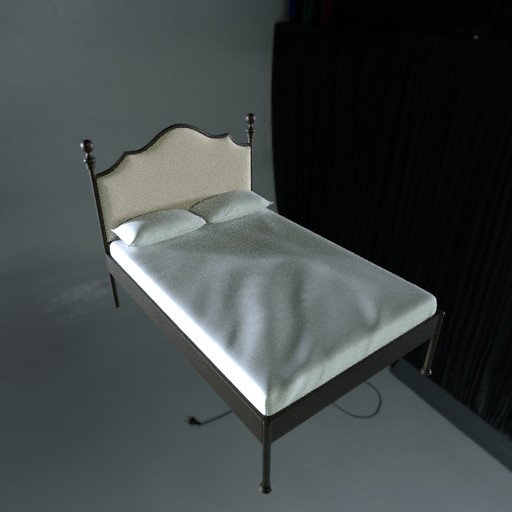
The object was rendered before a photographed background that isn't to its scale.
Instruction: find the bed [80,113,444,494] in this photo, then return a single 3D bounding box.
[{"bbox_3d":[0.000,0.000,3.150,1.533,1.462,2.170,-20,35,-32],"label":"bed"}]
